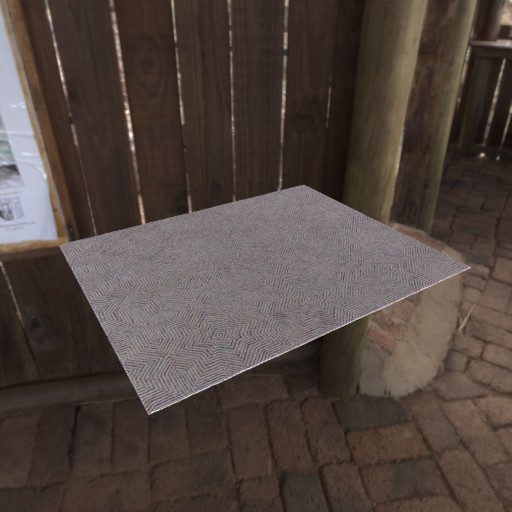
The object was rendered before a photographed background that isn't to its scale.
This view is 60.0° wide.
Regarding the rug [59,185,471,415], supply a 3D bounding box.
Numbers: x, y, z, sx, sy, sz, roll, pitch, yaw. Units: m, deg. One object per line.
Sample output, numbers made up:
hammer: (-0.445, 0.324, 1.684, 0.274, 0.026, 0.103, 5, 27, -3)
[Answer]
rug: (0.000, 0.000, 4.185, 3.046, 0.008, 2.442, -18, 35, -28)
